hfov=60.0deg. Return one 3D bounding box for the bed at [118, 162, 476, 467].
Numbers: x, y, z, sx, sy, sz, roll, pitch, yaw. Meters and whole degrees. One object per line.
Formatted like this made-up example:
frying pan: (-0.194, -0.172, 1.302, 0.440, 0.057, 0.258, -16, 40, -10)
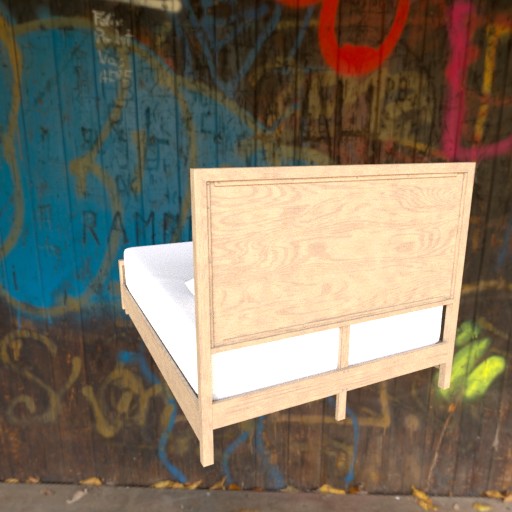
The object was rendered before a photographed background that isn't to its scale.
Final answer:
bed: (0.000, 0.000, 3.201, 1.606, 1.369, 2.189, -7, 15, -25)
